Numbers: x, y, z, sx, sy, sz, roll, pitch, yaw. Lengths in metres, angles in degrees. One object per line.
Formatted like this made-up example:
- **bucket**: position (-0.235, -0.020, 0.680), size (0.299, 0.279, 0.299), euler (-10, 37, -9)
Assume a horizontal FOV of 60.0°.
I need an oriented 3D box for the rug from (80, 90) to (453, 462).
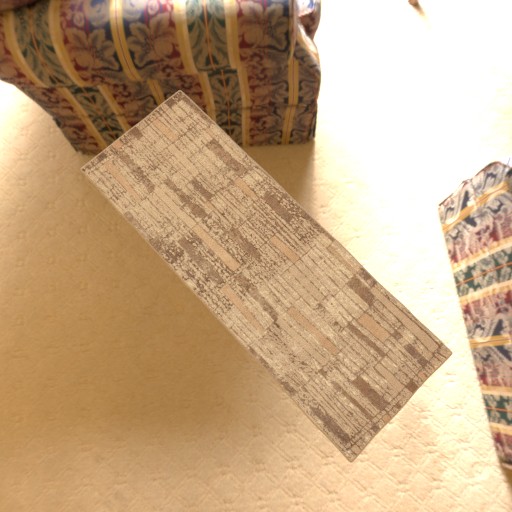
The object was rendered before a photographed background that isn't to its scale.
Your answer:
- **rug**: position (0.000, 0.000, 2.678), size (0.857, 0.018, 2.383), euler (-42, 79, -10)
